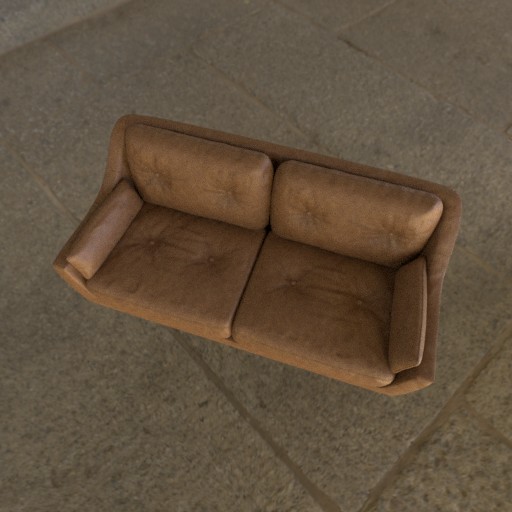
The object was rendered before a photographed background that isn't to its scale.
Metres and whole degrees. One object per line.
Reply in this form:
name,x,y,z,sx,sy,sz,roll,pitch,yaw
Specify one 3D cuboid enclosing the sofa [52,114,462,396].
sofa,0.000,0.000,2.357,1.902,0.839,0.904,16,60,9
